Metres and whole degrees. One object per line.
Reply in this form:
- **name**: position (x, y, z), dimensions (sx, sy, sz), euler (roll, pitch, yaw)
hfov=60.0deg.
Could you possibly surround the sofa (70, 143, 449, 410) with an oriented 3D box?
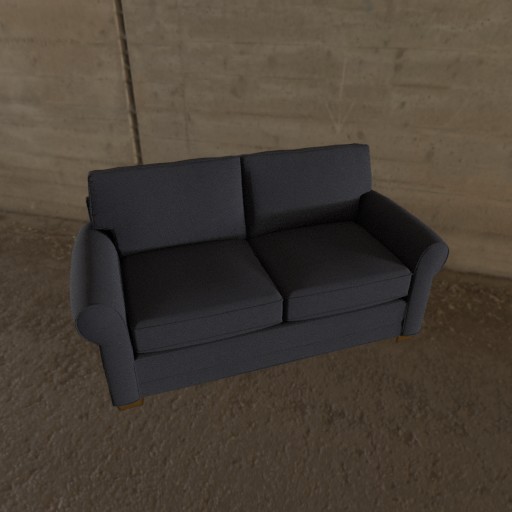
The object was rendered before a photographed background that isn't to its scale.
- **sofa**: position (0.000, 0.000, 2.595), dimensions (2.009, 1.031, 0.951), euler (-10, 32, -16)
